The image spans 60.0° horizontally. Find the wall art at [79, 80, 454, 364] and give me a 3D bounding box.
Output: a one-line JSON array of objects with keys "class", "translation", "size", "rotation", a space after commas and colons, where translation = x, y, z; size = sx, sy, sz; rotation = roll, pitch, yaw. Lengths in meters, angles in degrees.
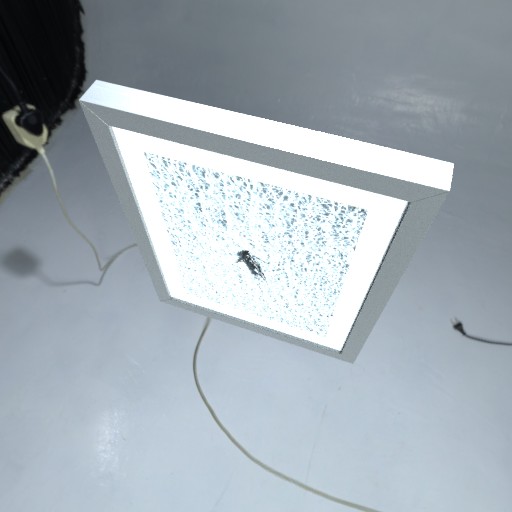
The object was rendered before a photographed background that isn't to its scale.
[{"class": "wall art", "translation": [0.000, 0.000, 0.516], "size": [0.308, 0.379, 0.030], "rotation": [16, 59, 10]}]
